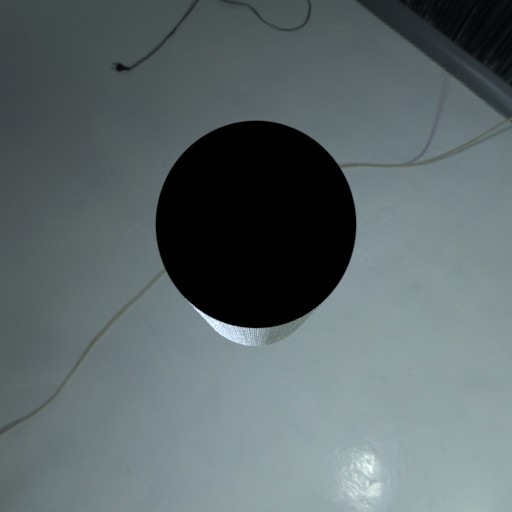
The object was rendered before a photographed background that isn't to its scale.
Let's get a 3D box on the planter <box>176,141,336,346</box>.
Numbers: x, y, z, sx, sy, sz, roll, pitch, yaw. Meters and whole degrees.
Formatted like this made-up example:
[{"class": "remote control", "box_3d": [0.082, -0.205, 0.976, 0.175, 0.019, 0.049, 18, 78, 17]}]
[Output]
[{"class": "planter", "box_3d": [0.000, 0.000, 0.127, 0.045, 0.103, 0.045, 39, 79, 9]}]
